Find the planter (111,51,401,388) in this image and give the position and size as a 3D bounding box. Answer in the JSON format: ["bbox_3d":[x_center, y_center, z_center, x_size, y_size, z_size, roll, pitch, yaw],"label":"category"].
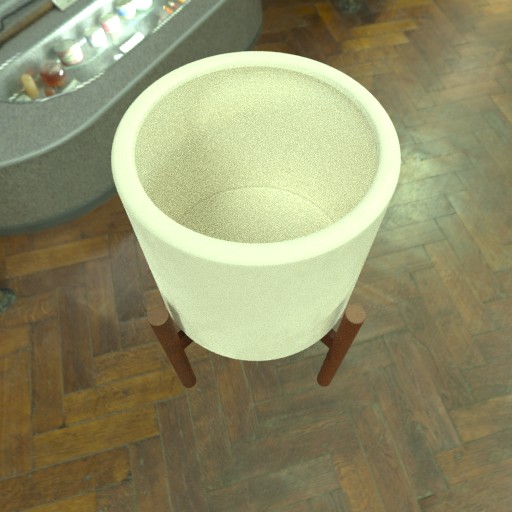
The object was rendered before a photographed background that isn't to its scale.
[{"bbox_3d":[0.000,0.000,0.497,0.224,0.358,0.224,-1,59,0],"label":"planter"}]
